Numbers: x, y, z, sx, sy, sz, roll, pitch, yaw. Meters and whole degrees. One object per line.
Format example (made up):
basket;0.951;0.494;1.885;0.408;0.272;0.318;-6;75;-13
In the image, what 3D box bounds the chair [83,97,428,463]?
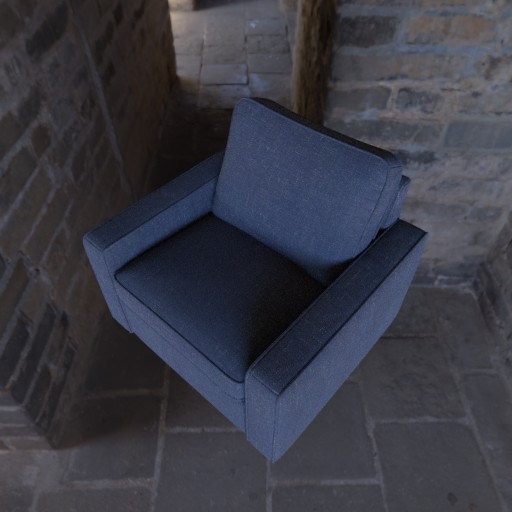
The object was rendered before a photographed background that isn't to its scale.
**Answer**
chair;0.000;0.000;1.780;1.017;0.919;0.940;33;55;27
